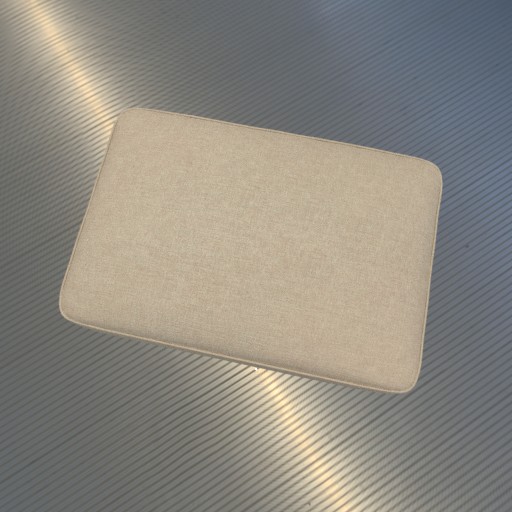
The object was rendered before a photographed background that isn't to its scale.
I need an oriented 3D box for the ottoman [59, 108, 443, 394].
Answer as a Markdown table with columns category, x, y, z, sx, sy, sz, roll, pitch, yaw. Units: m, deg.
| category | x | y | z | sx | sy | sz | roll | pitch | yaw |
| --- | --- | --- | --- | --- | --- | --- | --- | --- | --- |
| ottoman | 0.000 | 0.000 | 1.172 | 0.813 | 0.458 | 0.559 | 12 | 76 | 3 |
